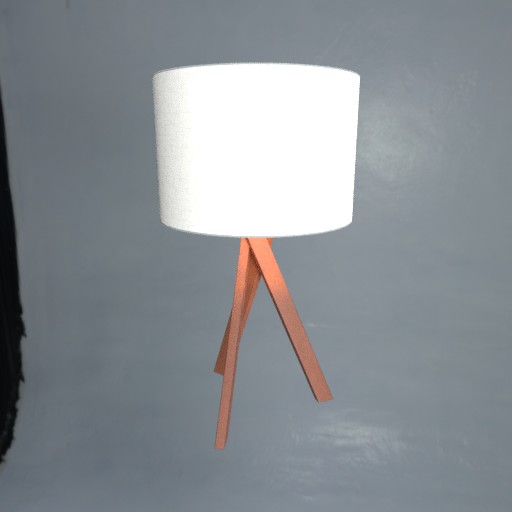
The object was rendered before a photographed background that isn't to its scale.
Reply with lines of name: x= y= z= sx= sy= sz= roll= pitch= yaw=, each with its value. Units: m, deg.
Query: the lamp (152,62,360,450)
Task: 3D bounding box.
lamp: x=0.000 y=0.000 z=0.919 sx=0.380 sy=0.686 sz=0.380 roll=3 pitch=15 yaw=10
